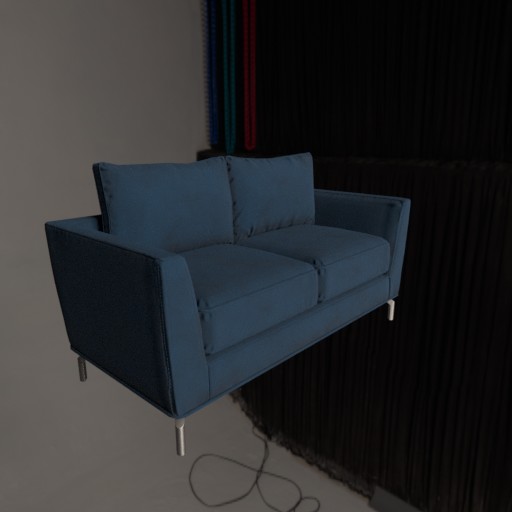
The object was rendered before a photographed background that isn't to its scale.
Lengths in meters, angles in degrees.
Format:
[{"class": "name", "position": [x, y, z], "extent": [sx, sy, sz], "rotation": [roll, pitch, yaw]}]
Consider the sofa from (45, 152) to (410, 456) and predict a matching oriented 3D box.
[{"class": "sofa", "position": [0.000, 0.000, 2.299], "extent": [0.853, 1.002, 1.770], "rotation": [14, 20, 41]}]
